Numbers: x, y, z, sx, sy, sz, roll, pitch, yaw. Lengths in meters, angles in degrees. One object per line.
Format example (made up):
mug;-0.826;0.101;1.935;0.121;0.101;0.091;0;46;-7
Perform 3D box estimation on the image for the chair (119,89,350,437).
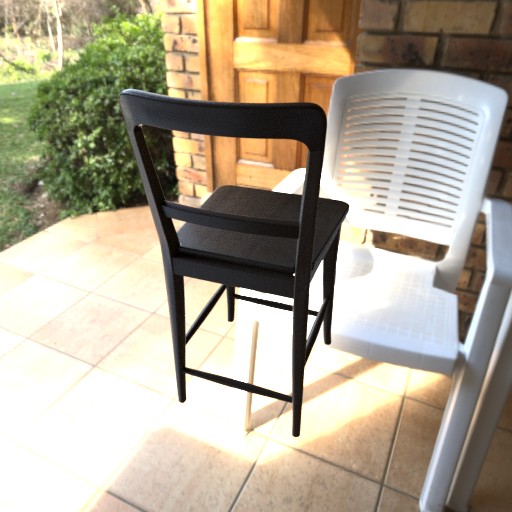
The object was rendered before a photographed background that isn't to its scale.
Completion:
chair;0.000;0.000;1.300;0.450;0.991;0.546;10;33;17
